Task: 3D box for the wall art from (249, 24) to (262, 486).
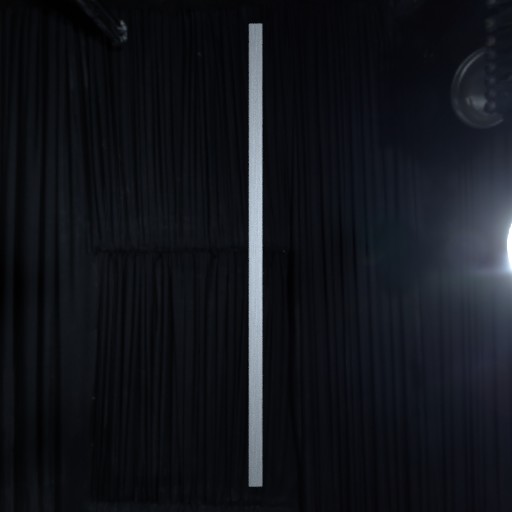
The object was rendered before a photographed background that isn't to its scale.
[{"bbox_3d":[0.000,0.000,1.410,0.030,1.046,0.816,0,-1,0],"label":"wall art"}]
